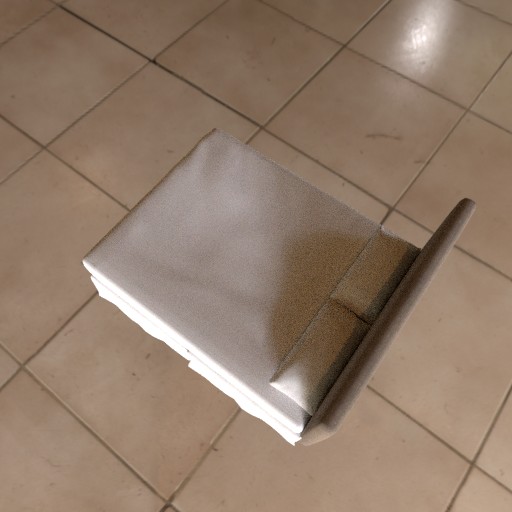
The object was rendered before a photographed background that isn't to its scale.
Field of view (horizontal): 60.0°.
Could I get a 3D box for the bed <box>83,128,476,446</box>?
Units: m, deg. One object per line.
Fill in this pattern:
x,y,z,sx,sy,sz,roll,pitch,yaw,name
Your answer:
0.000,0.000,3.248,2.142,1.330,1.723,34,69,15,bed
